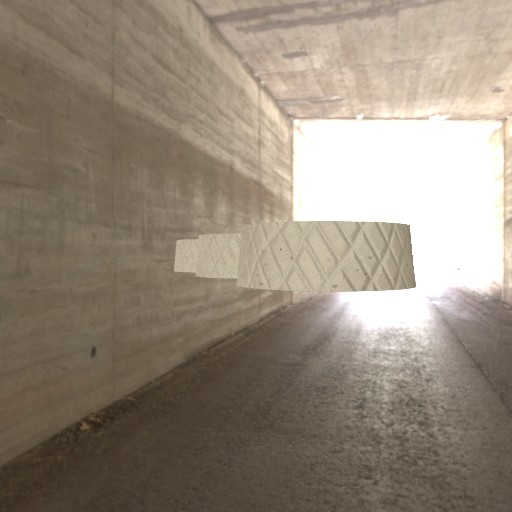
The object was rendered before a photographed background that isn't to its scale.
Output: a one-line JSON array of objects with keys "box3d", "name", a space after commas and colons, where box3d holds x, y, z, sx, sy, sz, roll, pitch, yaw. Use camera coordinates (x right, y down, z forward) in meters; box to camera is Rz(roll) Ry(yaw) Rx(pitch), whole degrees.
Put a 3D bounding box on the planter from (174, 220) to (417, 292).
[{"box3d": [0.000, 0.000, 0.419, 0.114, 0.038, 0.390, 0, 0, -19], "name": "planter"}]
